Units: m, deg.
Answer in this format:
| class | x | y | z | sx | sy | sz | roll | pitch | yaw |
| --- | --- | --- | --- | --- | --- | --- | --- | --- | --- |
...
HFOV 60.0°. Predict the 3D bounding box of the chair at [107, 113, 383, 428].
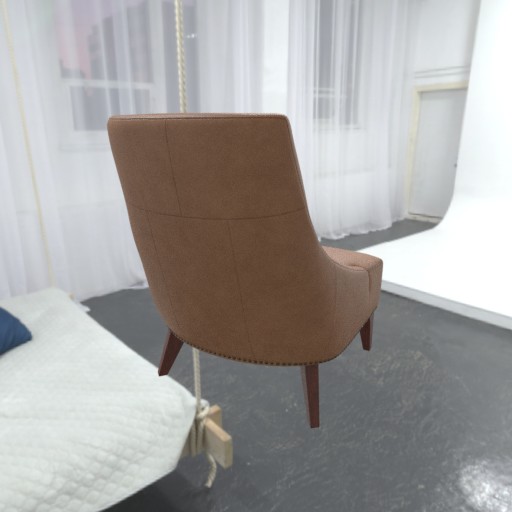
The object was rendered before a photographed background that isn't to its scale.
| class | x | y | z | sx | sy | sz | roll | pitch | yaw |
| --- | --- | --- | --- | --- | --- | --- | --- | --- | --- |
| chair | 0.000 | 0.000 | 1.512 | 0.701 | 0.909 | 0.861 | 9 | 19 | 28 |
